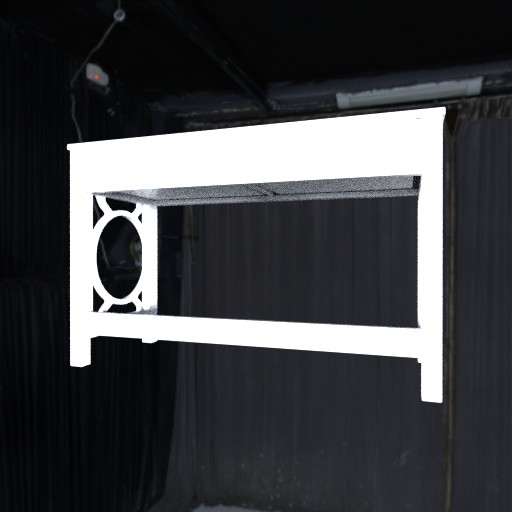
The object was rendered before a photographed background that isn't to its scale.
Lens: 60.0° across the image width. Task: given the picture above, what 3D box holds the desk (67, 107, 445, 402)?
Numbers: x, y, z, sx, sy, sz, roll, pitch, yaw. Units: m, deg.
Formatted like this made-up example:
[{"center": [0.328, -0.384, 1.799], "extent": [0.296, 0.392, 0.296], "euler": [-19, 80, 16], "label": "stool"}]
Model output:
[{"center": [0.000, 0.000, 1.560], "extent": [1.191, 0.762, 0.504], "euler": [0, 0, 19], "label": "desk"}]
